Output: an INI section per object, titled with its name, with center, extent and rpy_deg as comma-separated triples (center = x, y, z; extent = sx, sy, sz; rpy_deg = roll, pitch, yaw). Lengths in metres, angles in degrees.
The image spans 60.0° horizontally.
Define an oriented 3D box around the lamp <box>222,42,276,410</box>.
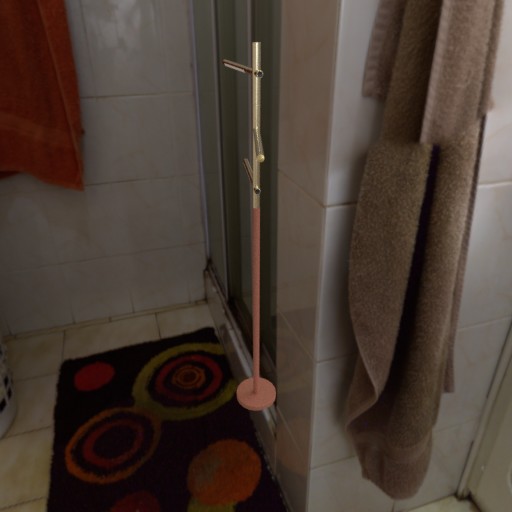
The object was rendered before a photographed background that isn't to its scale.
[lamp]
center = 0.000, 0.000, 1.958
extent = 0.209, 1.704, 0.737
rpy_deg = -8, 30, -14
